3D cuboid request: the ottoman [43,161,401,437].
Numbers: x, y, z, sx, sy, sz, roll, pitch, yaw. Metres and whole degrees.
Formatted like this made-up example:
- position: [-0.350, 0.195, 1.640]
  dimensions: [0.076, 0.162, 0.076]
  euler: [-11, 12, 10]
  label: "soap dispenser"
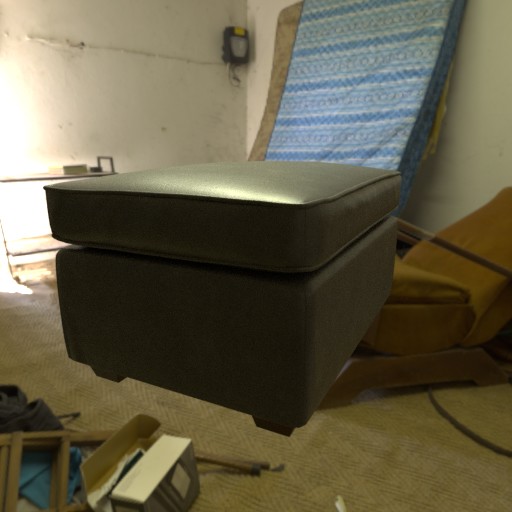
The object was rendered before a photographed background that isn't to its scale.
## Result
- position: [0.000, 0.000, 1.082]
  dimensions: [0.554, 0.445, 0.756]
  euler: [7, 16, 26]
  label: "ottoman"
